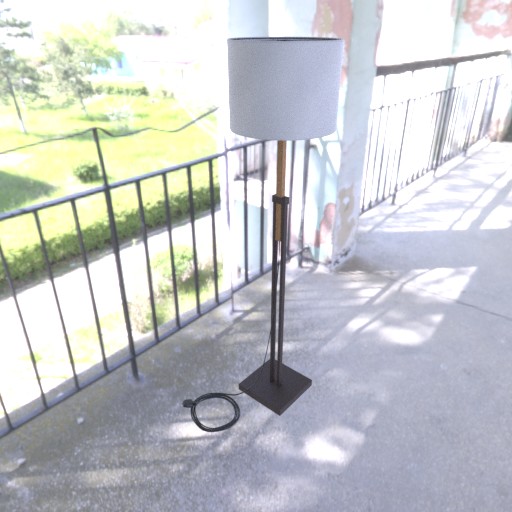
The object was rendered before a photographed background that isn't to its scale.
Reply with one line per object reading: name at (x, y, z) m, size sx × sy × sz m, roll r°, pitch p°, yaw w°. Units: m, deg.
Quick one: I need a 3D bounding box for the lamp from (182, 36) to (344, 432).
lamp at (0.000, 0.000, 1.879) m, size 0.474 × 1.650 × 0.639 m, roll 22°, pitch 35°, yaw 35°
